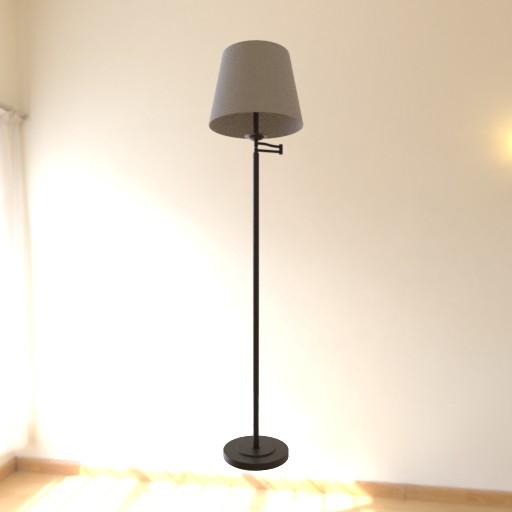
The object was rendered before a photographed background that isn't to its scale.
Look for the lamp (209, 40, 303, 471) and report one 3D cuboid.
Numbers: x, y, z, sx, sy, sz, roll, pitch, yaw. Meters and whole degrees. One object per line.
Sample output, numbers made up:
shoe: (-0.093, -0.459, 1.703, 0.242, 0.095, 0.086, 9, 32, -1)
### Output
lamp: (0.000, 0.000, 1.636, 0.348, 1.473, 0.348, 0, 0, -17)
